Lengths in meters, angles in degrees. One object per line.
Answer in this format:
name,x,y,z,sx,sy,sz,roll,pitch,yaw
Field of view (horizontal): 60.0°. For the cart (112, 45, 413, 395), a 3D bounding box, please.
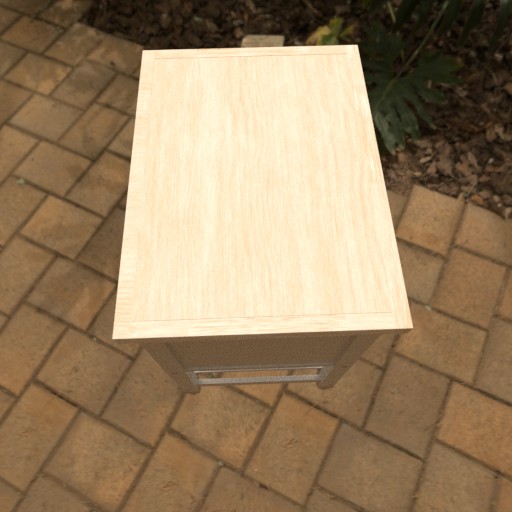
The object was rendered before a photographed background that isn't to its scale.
cart,0.000,0.000,1.398,0.559,0.914,0.762,-2,64,-1
